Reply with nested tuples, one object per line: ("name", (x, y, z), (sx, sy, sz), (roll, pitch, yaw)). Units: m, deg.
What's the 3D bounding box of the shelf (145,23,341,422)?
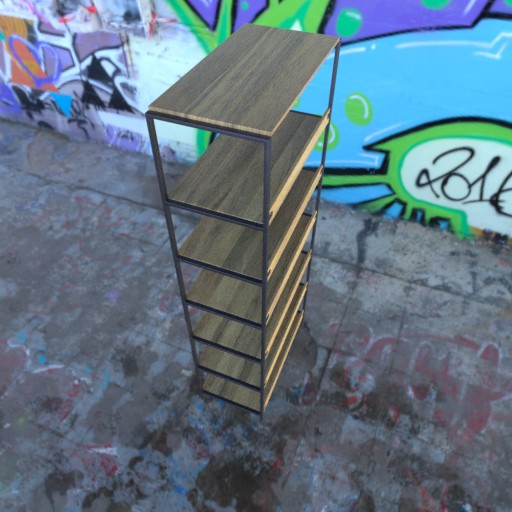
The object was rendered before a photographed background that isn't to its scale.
("shelf", (0.000, 0.000, 2.361), (0.431, 2.015, 0.847), (16, 49, 15))
